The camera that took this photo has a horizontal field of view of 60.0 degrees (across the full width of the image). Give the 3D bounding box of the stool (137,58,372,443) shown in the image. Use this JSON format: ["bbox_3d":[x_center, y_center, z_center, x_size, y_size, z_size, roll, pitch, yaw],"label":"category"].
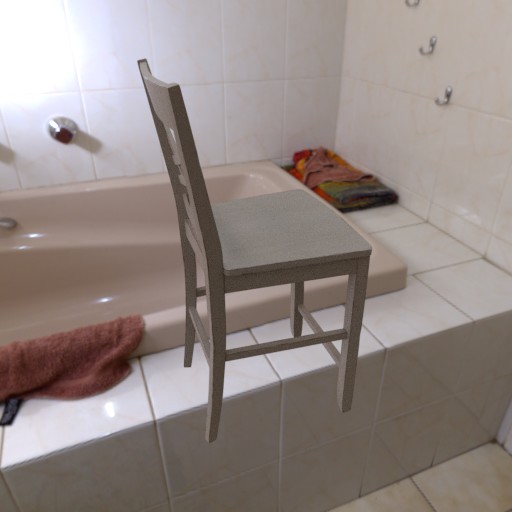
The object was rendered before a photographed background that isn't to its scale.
[{"bbox_3d":[0.000,0.000,1.349,0.539,1.079,0.462,-10,32,-17],"label":"stool"}]
